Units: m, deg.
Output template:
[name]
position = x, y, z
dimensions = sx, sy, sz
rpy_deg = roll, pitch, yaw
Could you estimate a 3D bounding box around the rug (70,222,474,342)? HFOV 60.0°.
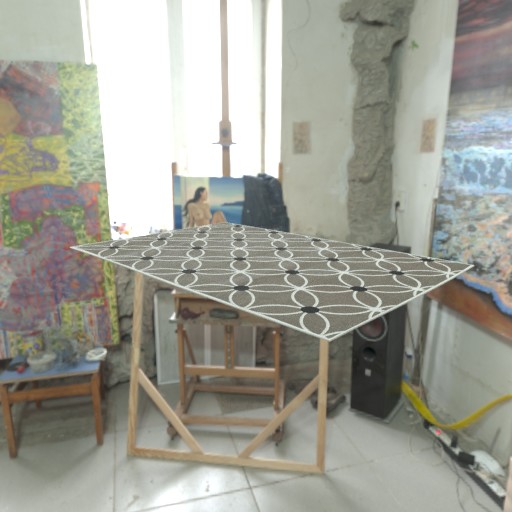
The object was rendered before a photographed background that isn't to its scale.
[rug]
position = 0.000, 0.000, 2.954
dimensions = 2.284, 0.008, 1.522
rpy_deg = 13, 19, 43
